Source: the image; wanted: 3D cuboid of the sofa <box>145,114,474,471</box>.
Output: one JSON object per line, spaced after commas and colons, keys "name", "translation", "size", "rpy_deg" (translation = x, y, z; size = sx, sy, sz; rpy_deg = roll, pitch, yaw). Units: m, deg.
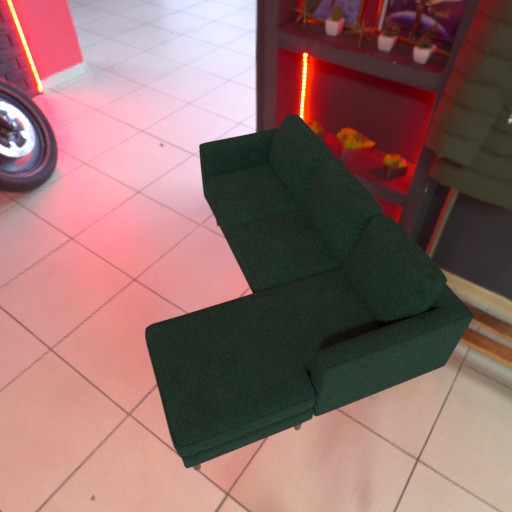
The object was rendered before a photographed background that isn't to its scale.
{"name": "sofa", "translation": [0.000, 0.000, 2.838], "size": [1.580, 0.899, 2.030], "rpy_deg": [-16, 48, -15]}
